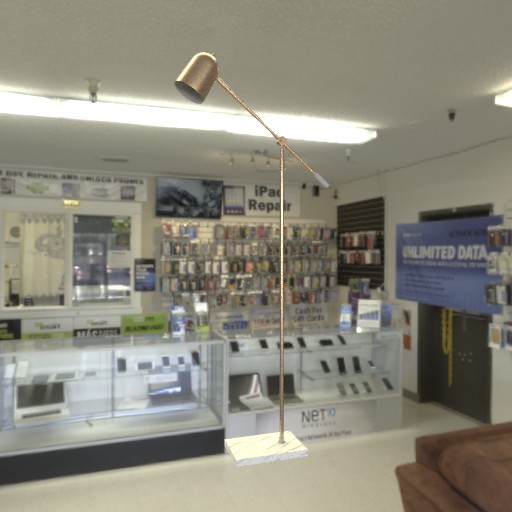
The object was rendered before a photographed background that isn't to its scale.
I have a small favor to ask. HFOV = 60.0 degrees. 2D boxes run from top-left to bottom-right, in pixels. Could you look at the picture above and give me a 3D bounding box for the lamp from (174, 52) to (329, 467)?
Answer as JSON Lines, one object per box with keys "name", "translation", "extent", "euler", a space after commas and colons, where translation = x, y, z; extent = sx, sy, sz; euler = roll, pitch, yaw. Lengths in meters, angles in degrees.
{"name": "lamp", "translation": [0.000, 0.000, 1.795], "extent": [0.653, 1.594, 0.194], "euler": [0, 1, -18]}
